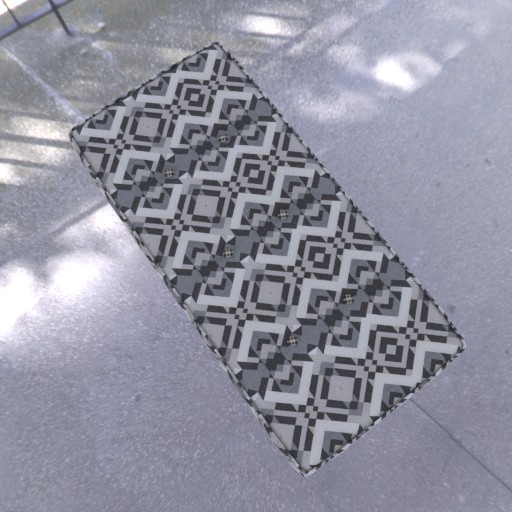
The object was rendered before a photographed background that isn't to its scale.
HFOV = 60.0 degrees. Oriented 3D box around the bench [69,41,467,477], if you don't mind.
[{"bbox_3d":[0.000,0.000,1.275,0.492,0.477,1.016,-35,79,-8],"label":"bench"}]
